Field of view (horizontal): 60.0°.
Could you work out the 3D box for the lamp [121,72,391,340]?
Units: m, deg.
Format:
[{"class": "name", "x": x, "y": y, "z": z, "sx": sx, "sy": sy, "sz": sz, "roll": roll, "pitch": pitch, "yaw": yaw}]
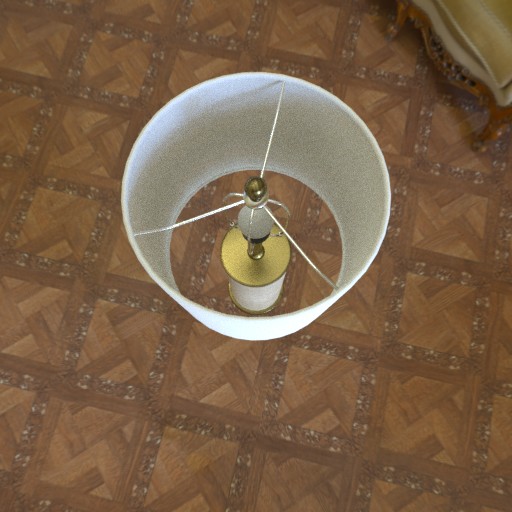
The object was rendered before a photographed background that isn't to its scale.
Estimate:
[{"class": "lamp", "x": 0.000, "y": 0.000, "z": 0.796, "sx": 0.305, "sy": 0.634, "sz": 0.305, "roll": 12, "pitch": 76, "yaw": 3}]
